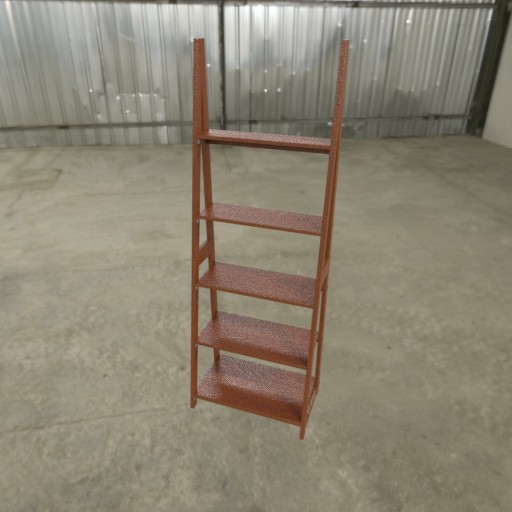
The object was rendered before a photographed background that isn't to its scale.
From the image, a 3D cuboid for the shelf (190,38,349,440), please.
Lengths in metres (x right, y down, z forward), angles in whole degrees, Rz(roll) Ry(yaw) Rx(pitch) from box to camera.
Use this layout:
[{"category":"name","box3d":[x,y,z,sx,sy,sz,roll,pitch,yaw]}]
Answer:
[{"category":"shelf","box3d":[0.000,0.000,2.031,0.630,1.780,0.356,9,29,17]}]
